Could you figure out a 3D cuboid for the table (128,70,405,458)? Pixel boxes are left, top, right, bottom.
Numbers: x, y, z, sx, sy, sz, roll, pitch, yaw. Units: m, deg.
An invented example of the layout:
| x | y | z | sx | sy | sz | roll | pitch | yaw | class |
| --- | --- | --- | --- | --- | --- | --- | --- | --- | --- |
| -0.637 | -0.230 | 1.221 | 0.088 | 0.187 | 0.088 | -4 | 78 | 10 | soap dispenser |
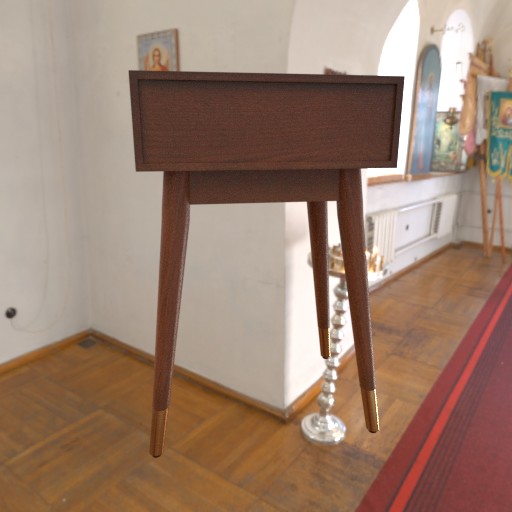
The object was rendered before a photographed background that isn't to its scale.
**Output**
| x | y | z | sx | sy | sz | roll | pitch | yaw | class |
| --- | --- | --- | --- | --- | --- | --- | --- | --- | --- |
| 0.000 | 0.000 | 0.825 | 0.406 | 0.599 | 0.300 | -3 | 16 | -9 | table |
